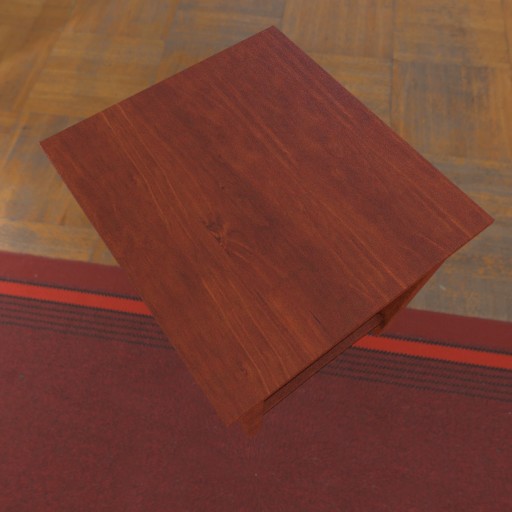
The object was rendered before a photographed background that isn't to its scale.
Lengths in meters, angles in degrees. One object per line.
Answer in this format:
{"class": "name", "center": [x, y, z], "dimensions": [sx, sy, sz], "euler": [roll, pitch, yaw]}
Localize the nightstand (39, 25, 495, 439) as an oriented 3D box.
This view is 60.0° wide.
{"class": "nightstand", "center": [0.000, 0.000, 0.961], "dimensions": [0.501, 0.558, 0.558], "euler": [-34, 68, -15]}
